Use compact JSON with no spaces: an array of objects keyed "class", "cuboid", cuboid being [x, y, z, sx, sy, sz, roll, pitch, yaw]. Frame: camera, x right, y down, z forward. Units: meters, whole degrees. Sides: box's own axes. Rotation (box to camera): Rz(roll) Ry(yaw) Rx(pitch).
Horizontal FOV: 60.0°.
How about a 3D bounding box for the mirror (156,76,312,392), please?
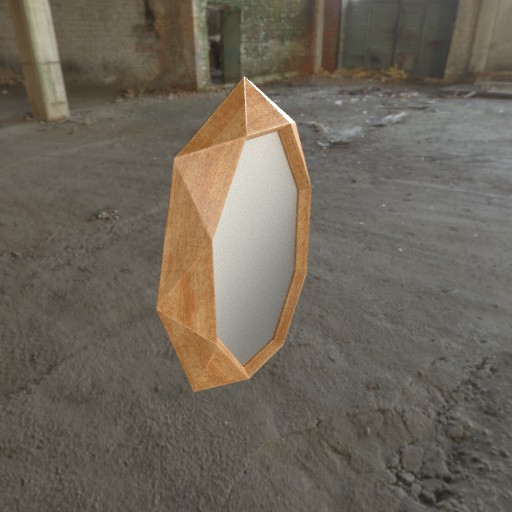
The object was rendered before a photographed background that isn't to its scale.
[{"class":"mirror","cuboid":[0.000,0.000,1.031,0.070,0.774,0.577,17,31,31]}]
